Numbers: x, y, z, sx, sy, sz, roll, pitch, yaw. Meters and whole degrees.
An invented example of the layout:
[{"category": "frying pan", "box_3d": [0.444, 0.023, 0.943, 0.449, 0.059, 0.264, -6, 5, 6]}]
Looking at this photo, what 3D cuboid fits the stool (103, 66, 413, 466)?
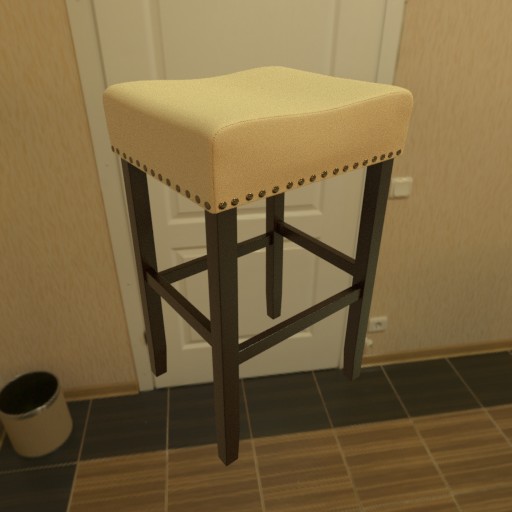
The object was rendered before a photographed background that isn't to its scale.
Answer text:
[{"category": "stool", "box_3d": [0.000, 0.000, 1.041, 0.471, 0.762, 0.401, -22, 37, -32]}]
